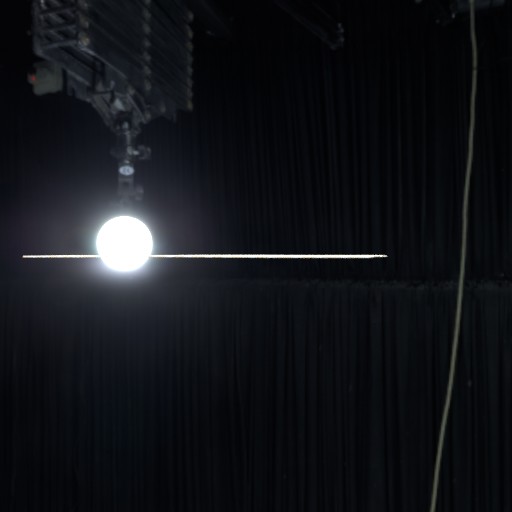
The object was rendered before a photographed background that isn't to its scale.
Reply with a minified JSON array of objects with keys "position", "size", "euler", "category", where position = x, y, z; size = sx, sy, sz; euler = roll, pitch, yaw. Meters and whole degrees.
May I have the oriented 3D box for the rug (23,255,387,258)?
[{"position":[0.000,0.000,2.747],"size":[1.524,0.013,2.135],"euler":[0,0,18],"category":"rug"}]
